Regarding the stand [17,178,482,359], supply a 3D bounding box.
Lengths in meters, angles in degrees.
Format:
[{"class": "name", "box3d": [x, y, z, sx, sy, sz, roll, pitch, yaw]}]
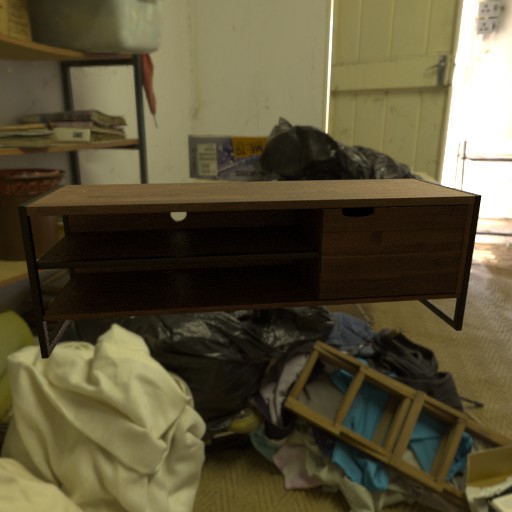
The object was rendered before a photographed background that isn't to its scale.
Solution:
[{"class": "stand", "box3d": [0.000, 0.000, 1.687, 1.480, 0.506, 0.454, -2, 17, -8]}]
